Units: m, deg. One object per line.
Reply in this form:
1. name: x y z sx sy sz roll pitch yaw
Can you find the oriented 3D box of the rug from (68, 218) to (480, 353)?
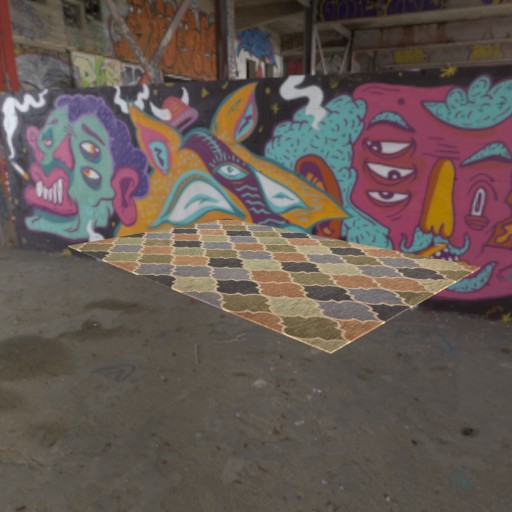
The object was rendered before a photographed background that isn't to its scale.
1. rug: 0.000 0.000 2.333 1.828 0.006 1.216 15 21 43
